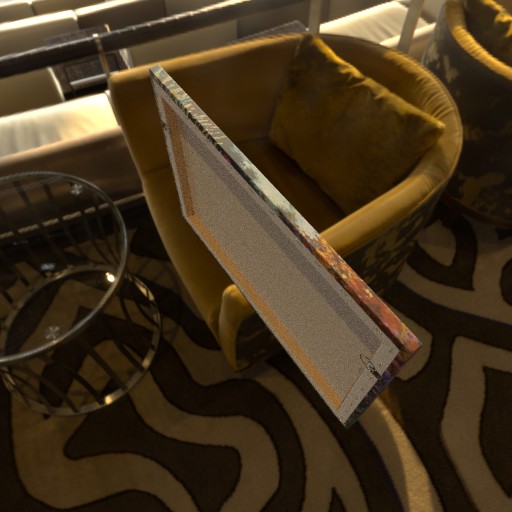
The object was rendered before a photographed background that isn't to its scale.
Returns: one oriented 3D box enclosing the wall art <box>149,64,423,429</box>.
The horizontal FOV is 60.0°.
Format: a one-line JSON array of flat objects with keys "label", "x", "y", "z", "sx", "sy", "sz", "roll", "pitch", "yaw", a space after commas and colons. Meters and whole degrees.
[{"label": "wall art", "x": 0.000, "y": 0.000, "z": 1.470, "sx": 0.042, "sy": 0.760, "sz": 1.136, "roll": -31, "pitch": 63, "yaw": -18}]
